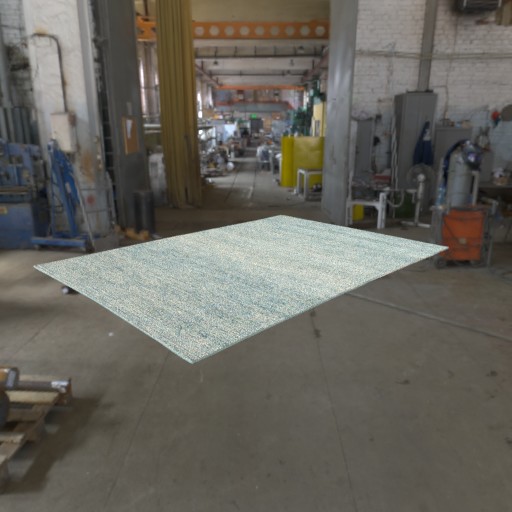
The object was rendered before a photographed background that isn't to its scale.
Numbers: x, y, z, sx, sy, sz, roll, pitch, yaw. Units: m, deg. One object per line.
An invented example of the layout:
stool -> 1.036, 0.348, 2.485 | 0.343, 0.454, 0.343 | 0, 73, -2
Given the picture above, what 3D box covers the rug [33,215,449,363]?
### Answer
rug -> 0.000, 0.000, 2.929 | 2.260, 0.026, 1.611 | -16, 23, -42
